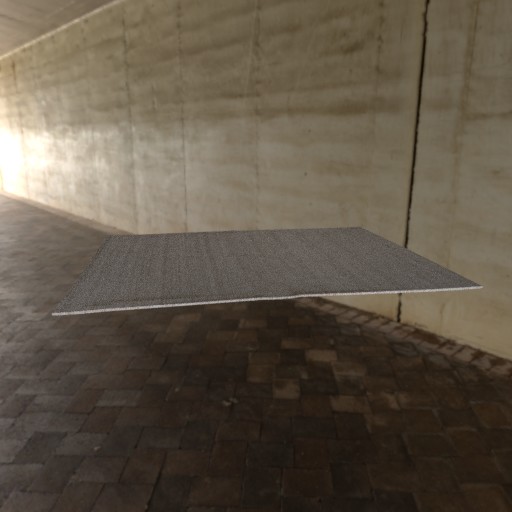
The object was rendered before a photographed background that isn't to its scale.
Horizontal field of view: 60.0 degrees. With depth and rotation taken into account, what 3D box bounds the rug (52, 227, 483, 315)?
[{"bbox_3d":[0.000,0.000,5.131,3.778,0.053,2.873,-3,15,-9],"label":"rug"}]
